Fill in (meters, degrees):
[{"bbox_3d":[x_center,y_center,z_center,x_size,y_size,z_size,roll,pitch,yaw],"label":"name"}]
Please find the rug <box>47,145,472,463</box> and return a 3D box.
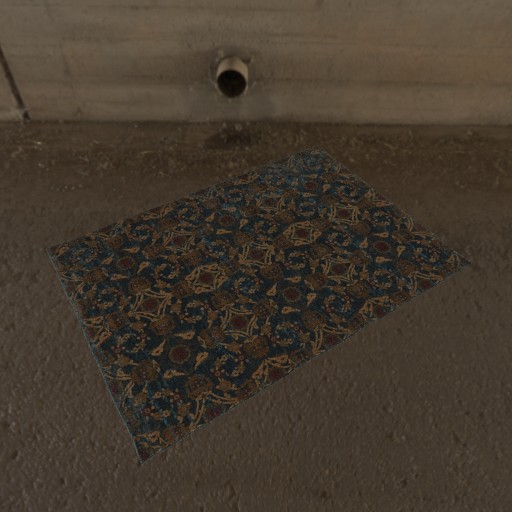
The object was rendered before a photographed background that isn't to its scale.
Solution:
[{"bbox_3d":[0.000,0.000,4.195,3.291,0.013,2.337,-25,52,-22],"label":"rug"}]
